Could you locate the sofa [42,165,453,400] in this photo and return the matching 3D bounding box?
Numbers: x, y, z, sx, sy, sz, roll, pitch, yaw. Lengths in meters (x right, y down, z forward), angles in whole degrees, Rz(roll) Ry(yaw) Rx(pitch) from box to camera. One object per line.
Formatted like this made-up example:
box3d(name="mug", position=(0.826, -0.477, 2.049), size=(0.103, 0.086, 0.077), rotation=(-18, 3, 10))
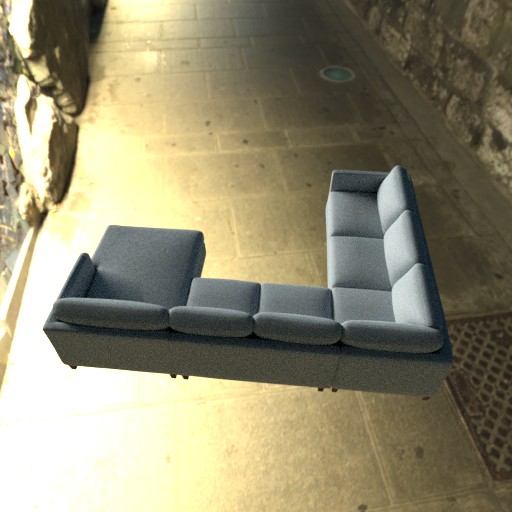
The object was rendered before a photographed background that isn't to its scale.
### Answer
box3d(name="sofa", position=(0.000, 0.000, 4.611), size=(3.403, 0.889, 2.551), rotation=(4, 47, 4))
